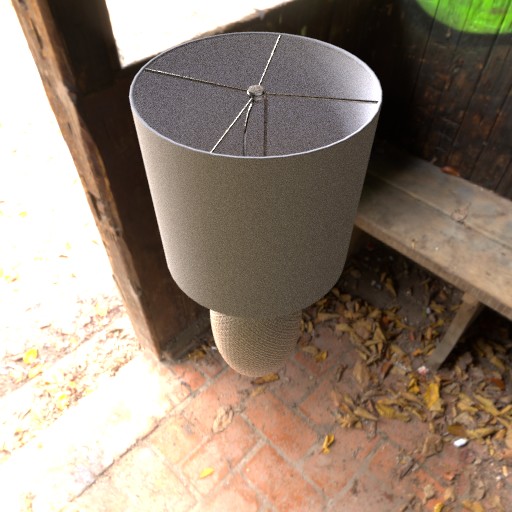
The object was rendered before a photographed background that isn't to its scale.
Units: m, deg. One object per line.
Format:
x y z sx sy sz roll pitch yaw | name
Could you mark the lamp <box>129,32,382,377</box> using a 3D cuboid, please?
0.000 0.000 0.555 0.217 0.453 0.217 12 50 10 | lamp
